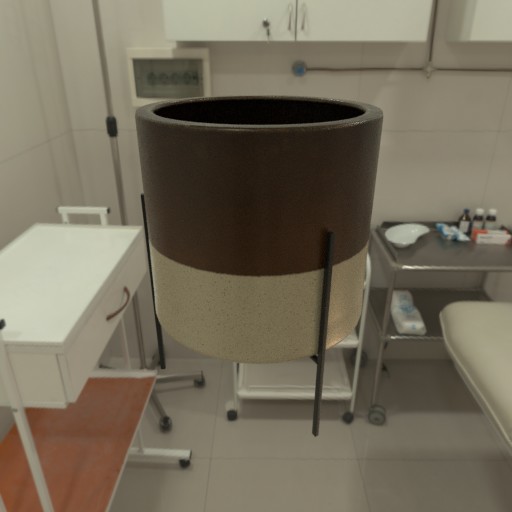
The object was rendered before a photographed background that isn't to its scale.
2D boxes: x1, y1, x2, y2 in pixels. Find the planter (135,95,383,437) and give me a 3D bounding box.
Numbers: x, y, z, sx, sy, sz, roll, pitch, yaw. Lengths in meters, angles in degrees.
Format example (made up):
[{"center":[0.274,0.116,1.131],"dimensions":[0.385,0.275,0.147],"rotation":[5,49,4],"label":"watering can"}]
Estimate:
[{"center":[0.000,0.000,0.725],"dimensions":[0.354,0.465,0.345],"rotation":[0,26,0],"label":"planter"}]
